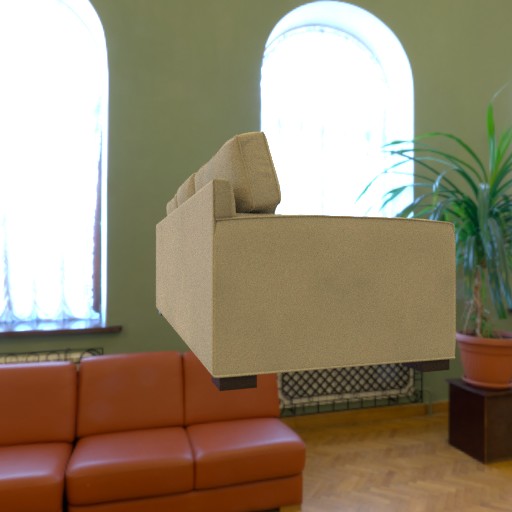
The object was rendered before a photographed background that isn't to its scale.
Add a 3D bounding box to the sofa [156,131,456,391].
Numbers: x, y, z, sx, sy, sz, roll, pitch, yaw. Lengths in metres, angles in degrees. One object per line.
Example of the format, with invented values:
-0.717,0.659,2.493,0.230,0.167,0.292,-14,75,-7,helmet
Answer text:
0.000,0.000,2.515,0.935,0.862,2.088,0,0,-18,sofa
